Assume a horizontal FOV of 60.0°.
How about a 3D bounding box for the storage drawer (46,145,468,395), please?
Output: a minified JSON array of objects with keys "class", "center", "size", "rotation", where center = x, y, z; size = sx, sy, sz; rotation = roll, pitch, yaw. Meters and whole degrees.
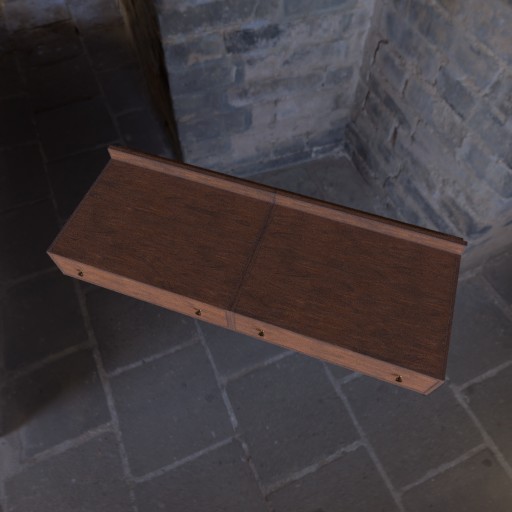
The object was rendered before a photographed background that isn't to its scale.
[{"class":"storage drawer","center":[0.000,0.000,2.253],"size":[1.914,0.339,0.774],"rotation":[17,61,10]}]
